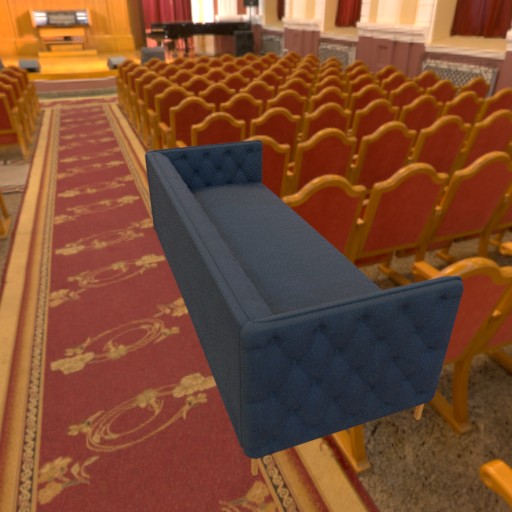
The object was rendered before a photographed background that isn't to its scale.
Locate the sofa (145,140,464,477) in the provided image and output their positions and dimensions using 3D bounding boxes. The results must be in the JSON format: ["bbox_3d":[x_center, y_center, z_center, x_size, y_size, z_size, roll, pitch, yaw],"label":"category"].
[{"bbox_3d":[0.000,0.000,2.574,0.895,0.771,2.209,-10,31,-18],"label":"sofa"}]
